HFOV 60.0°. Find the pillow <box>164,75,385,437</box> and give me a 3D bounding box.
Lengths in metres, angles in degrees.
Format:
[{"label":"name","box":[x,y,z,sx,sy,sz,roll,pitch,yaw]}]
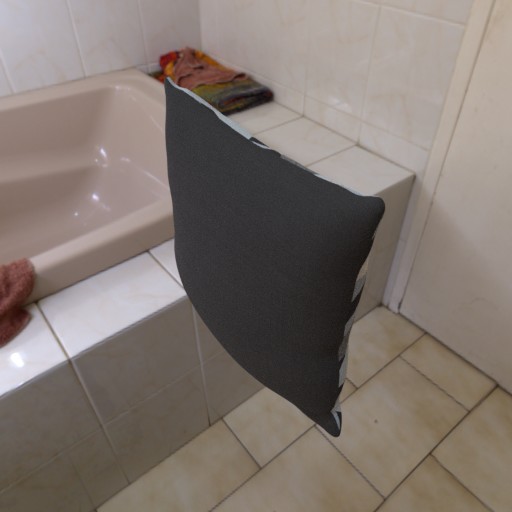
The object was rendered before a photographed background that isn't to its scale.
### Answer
[{"label":"pillow","box":[0.000,0.000,0.771,0.208,0.496,0.503,-26,48,-26]}]
